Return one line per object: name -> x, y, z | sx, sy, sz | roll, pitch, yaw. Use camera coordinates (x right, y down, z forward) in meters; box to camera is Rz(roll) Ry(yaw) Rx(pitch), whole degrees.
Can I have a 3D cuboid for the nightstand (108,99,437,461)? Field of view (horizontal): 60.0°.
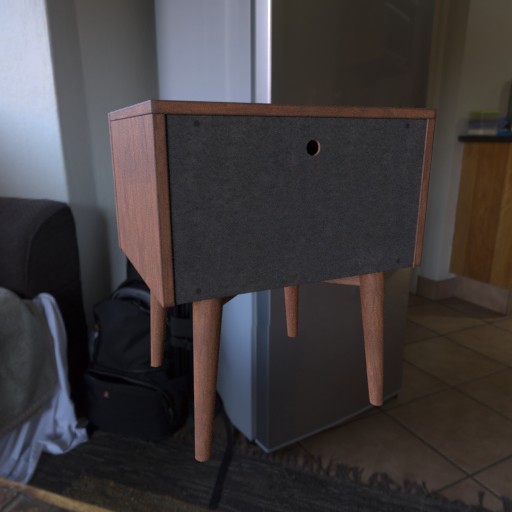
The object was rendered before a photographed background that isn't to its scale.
nightstand -> 0.000, 0.000, 0.975 | 0.521, 0.607, 0.445 | -7, 17, -24
